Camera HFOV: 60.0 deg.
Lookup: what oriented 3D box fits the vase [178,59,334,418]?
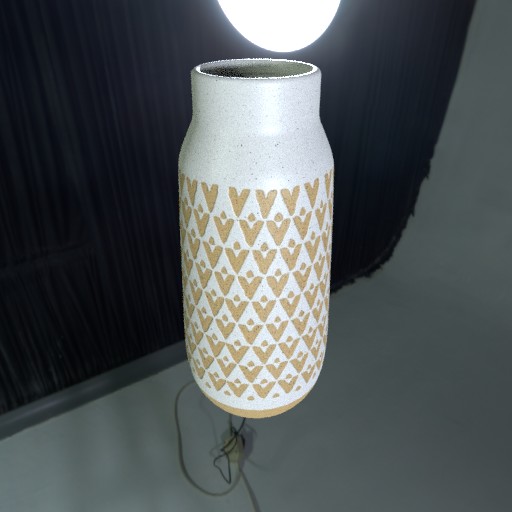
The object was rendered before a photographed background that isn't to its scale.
[{"bbox_3d":[0.000,0.000,0.388,0.137,0.307,0.137,0,31,0],"label":"vase"}]
